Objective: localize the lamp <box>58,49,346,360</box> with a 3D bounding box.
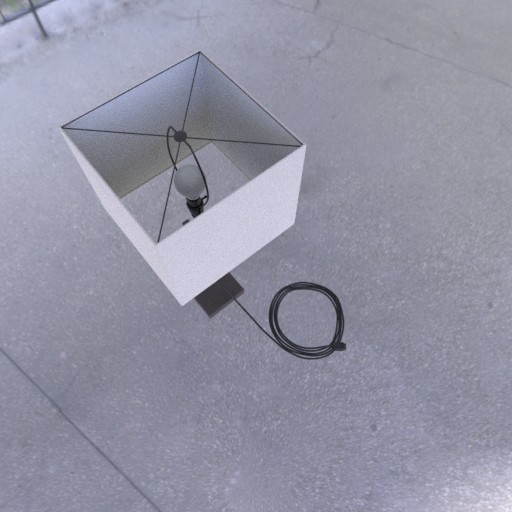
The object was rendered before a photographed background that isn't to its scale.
[{"bbox_3d":[0.000,0.000,0.967,0.399,0.660,0.504,-36,69,-16],"label":"lamp"}]
